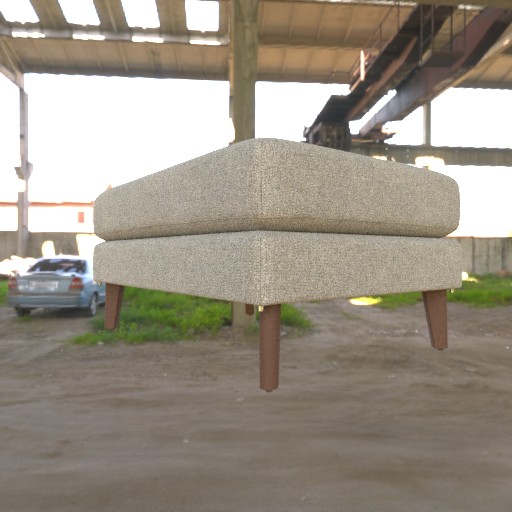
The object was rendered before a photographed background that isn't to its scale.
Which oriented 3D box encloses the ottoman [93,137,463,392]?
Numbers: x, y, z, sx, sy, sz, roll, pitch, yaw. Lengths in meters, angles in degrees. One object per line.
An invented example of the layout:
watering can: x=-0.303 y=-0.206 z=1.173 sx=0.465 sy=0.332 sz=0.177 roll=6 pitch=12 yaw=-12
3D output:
ottoman: x=0.000 y=0.000 z=1.173 sx=0.611 sy=0.441 sz=0.821 roll=0 pitch=0 yaw=-37
